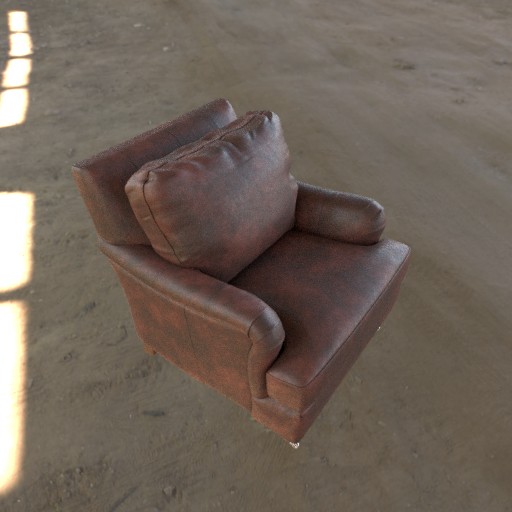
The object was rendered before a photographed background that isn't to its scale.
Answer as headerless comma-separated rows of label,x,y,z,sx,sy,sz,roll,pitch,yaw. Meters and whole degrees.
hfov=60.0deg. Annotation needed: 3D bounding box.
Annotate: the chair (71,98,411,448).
chair,0.000,0.000,2.004,1.156,1.051,0.987,25,46,27
